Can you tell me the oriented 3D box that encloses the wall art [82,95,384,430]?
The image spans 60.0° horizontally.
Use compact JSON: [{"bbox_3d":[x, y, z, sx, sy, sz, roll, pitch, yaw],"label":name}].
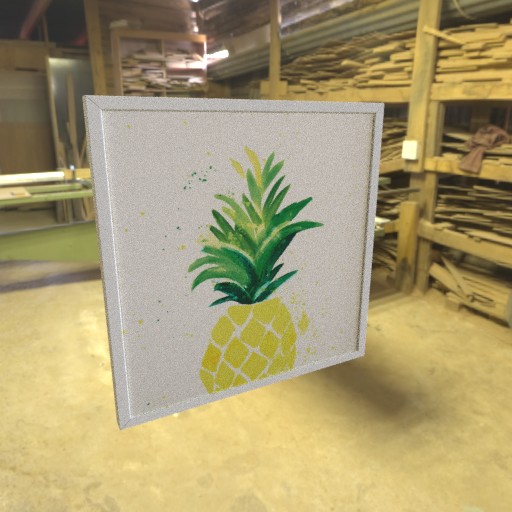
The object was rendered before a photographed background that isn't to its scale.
[{"bbox_3d":[0.000,0.000,1.147,0.763,0.761,0.038,-9,19,-27],"label":"wall art"}]
